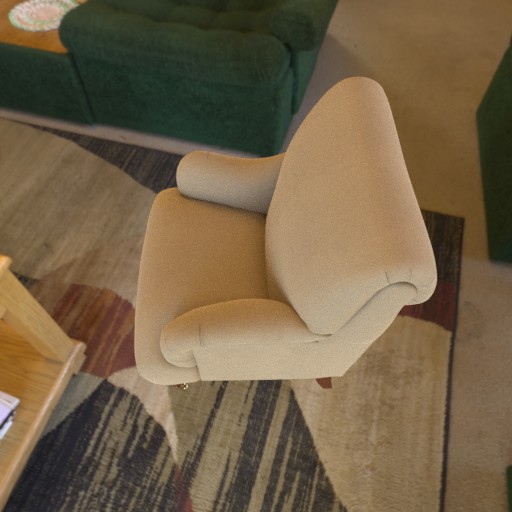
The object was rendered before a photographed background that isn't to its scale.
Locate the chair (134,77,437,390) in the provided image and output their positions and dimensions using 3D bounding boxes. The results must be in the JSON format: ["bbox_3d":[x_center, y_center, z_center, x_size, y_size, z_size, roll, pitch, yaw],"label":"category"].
[{"bbox_3d":[0.000,0.000,1.537,0.842,0.942,0.766,-1,57,-1],"label":"chair"}]
